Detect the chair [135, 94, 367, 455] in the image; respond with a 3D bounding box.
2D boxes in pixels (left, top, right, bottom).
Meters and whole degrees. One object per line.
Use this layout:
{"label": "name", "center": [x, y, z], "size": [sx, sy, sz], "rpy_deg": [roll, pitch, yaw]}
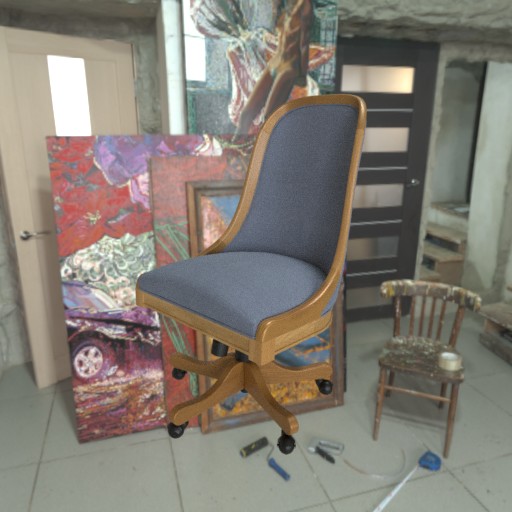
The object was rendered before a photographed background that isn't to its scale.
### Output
{"label": "chair", "center": [0.000, 0.000, 1.453], "size": [0.605, 1.031, 0.735], "rpy_deg": [15, 22, 41]}
